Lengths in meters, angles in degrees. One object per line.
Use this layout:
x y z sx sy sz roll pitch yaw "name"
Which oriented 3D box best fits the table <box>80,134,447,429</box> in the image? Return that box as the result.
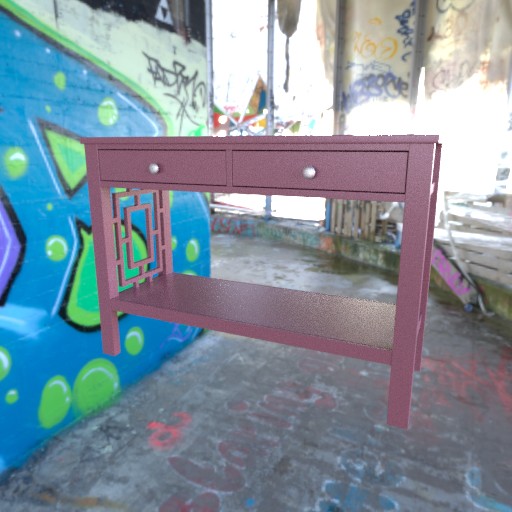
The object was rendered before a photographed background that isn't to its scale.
0.000 0.000 1.452 1.068 0.753 0.397 6 15 24 "table"
